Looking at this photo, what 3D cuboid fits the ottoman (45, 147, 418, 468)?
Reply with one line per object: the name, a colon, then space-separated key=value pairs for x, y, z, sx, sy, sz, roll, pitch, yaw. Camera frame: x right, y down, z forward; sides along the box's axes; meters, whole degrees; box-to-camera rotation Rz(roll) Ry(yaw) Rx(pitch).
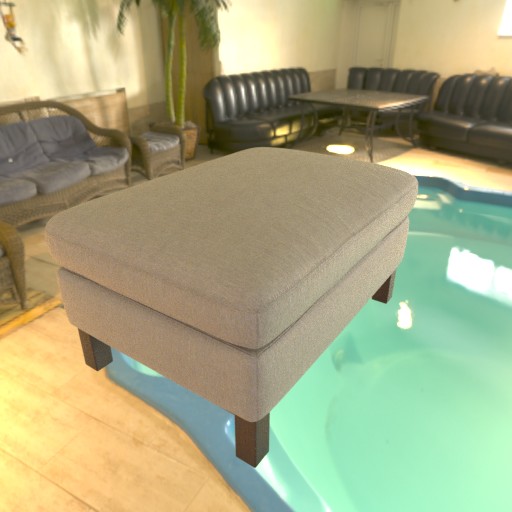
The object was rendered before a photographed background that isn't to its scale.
ottoman: x=0.000 y=0.000 z=1.030 sx=0.528 sy=0.404 sz=0.735 roll=17 pitch=32 yaw=31
